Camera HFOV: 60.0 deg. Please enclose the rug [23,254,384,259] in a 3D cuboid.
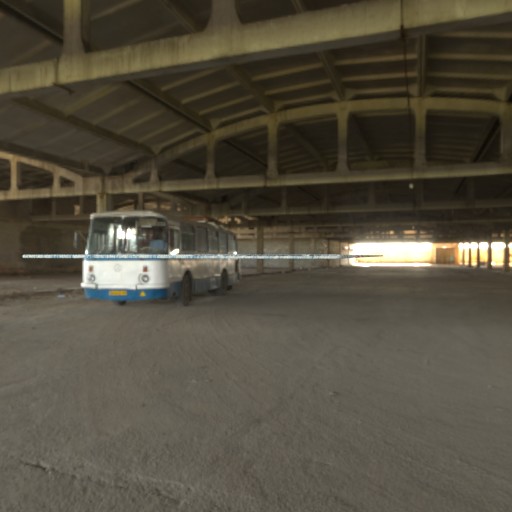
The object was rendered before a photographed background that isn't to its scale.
[{"bbox_3d":[0.000,0.000,3.019,1.524,0.015,2.439,0,0,20],"label":"rug"}]
